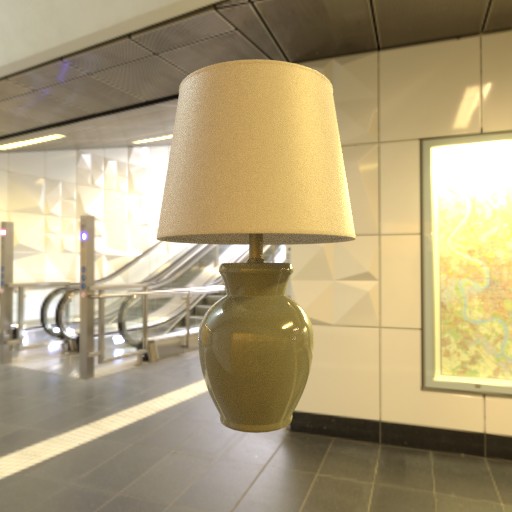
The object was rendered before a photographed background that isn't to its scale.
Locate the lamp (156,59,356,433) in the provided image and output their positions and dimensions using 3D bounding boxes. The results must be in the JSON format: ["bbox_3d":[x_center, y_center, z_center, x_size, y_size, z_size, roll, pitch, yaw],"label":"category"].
[{"bbox_3d":[0.000,0.000,0.544,0.239,0.399,0.239,0,-1,0],"label":"lamp"}]
